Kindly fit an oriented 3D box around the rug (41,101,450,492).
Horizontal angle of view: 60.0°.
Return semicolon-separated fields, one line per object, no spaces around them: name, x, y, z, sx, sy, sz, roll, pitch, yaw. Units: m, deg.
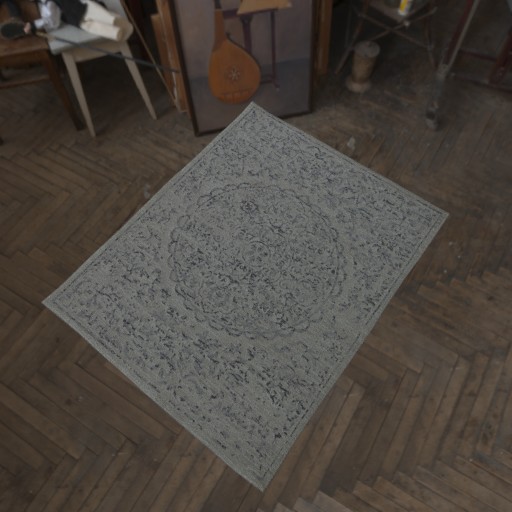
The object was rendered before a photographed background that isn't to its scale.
rug;0.000;0.000;3.947;2.343;0.026;2.925;34;68;16
